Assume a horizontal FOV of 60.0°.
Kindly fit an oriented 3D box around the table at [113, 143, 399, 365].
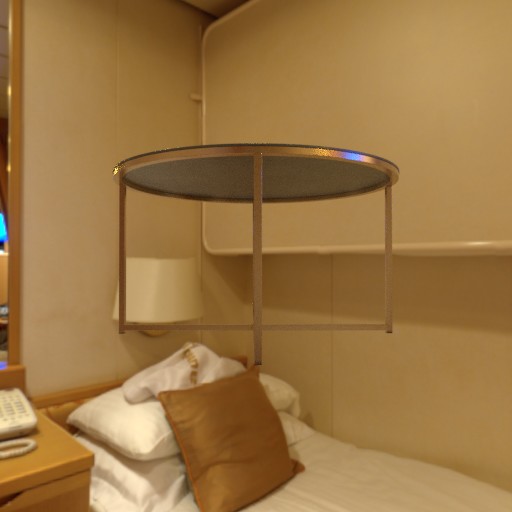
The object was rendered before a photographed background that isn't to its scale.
[{"bbox_3d":[0.000,0.000,1.297,0.800,0.450,0.800,0,-1,0],"label":"table"}]
